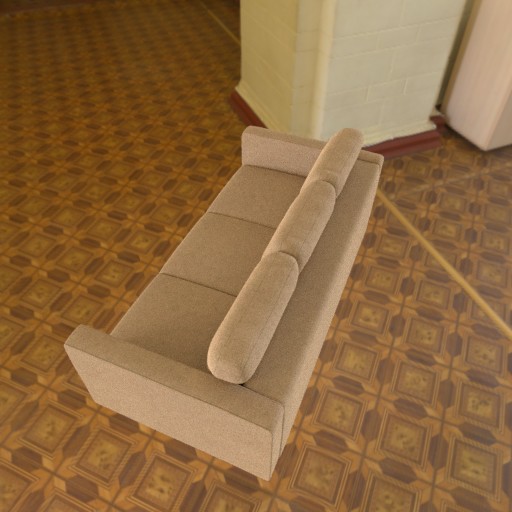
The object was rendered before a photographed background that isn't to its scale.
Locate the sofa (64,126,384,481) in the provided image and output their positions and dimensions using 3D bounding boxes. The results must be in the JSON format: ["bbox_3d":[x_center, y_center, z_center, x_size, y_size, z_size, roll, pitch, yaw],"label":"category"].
[{"bbox_3d":[0.000,0.000,2.374,0.930,0.800,1.855,17,48,16],"label":"sofa"}]
